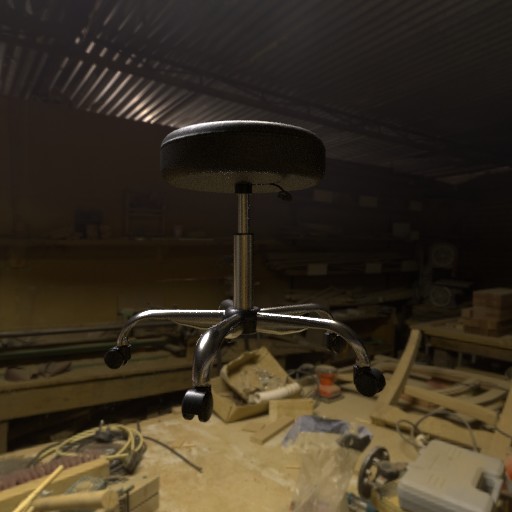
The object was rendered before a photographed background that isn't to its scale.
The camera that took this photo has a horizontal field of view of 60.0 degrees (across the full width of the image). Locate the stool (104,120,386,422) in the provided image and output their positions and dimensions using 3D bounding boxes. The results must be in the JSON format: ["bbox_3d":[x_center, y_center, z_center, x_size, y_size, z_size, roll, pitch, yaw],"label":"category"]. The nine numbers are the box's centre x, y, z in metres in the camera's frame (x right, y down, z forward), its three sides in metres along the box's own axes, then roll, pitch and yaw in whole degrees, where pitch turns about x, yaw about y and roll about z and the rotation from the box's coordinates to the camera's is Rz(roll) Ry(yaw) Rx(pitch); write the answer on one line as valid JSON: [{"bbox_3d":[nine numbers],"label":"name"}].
[{"bbox_3d":[0.000,0.000,1.130,0.638,0.576,0.673,-1,2,-36],"label":"stool"}]
